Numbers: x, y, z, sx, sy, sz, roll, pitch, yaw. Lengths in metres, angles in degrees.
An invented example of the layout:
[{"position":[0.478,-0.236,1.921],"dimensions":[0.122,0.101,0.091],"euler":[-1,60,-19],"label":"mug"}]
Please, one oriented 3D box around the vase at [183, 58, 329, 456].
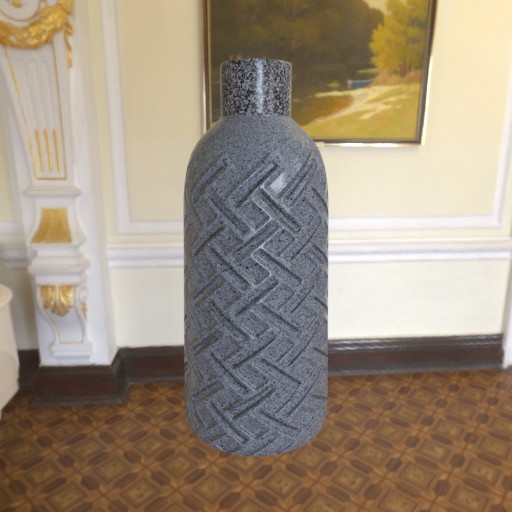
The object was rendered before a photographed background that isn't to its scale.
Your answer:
[{"position":[0.000,0.000,0.352],"dimensions":[0.122,0.282,0.122],"euler":[0,14,0],"label":"vase"}]
